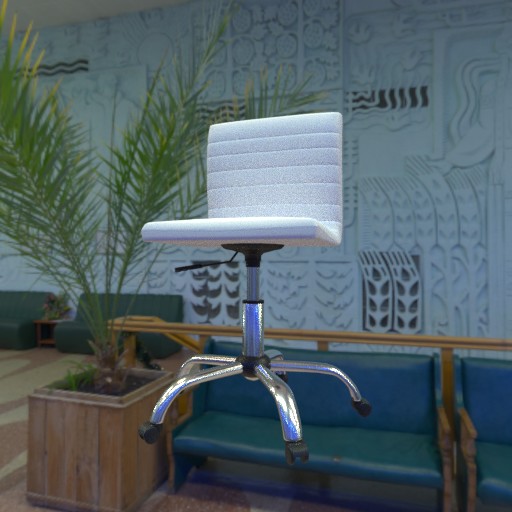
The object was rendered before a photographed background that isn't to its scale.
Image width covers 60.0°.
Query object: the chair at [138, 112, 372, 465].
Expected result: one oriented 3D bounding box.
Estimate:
[{"bbox_3d":[0.000,0.000,1.111,0.556,0.780,0.530,0,0,18],"label":"chair"}]
